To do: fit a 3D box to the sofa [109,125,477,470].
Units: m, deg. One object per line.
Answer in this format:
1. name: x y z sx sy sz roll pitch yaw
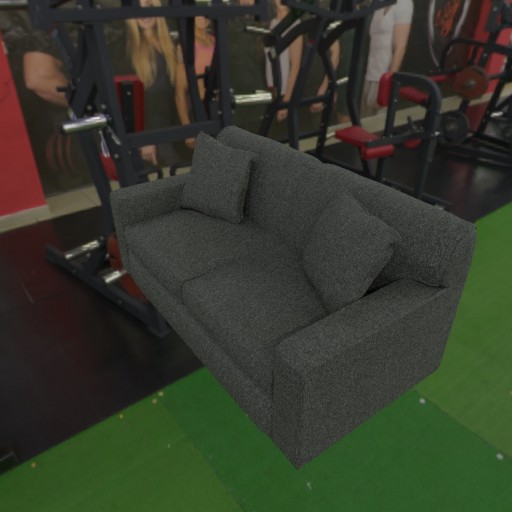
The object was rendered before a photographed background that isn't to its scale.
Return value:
1. sofa: 0.000 0.000 2.419 0.998 0.958 1.846 -21 38 -30
